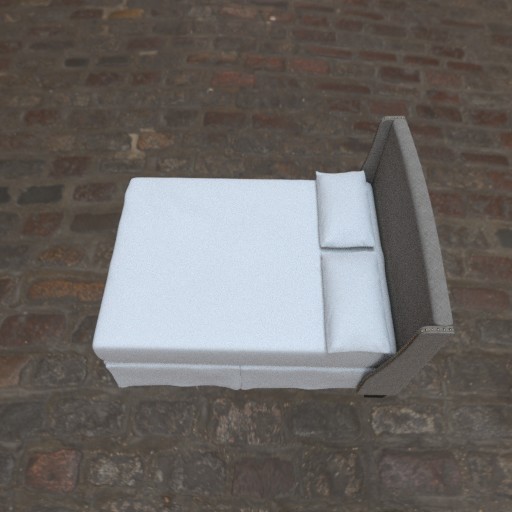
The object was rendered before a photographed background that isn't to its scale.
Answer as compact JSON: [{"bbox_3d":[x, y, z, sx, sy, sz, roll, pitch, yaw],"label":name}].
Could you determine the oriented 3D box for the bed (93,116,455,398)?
[{"bbox_3d":[0.000,0.000,3.352,2.237,1.407,1.710,1,58,1],"label":"bed"}]
